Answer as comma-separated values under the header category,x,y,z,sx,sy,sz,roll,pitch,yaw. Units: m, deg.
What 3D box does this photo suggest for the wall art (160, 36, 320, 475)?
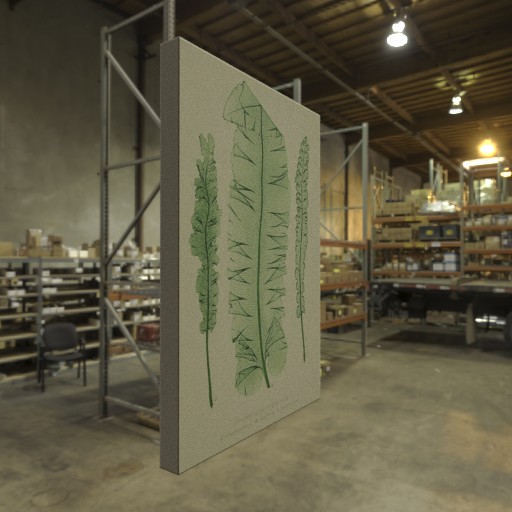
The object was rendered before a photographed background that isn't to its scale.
category,x,y,z,sx,sy,sz,roll,pitch,yaw
wall art,0.000,0.000,0.795,0.038,0.608,0.418,0,-1,36
